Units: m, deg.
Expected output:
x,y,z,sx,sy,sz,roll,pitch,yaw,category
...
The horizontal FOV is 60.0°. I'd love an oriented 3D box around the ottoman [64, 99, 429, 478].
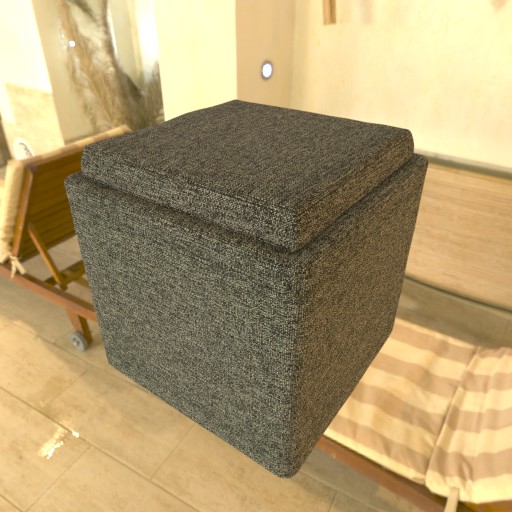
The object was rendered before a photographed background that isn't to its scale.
x,y,z,sx,sy,sz,roll,pitch,yaw,category
0.000,0.000,0.827,0.450,0.463,0.450,21,38,30,ottoman
